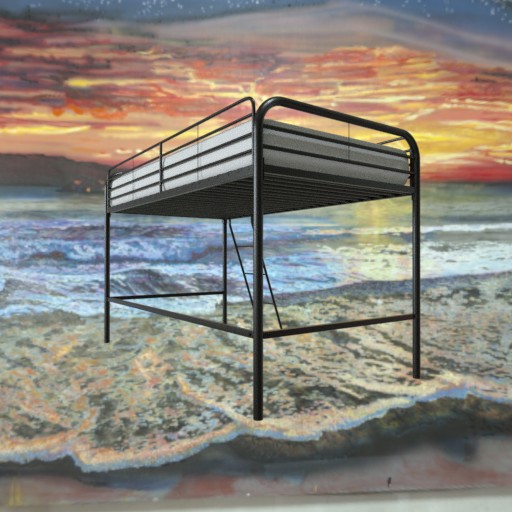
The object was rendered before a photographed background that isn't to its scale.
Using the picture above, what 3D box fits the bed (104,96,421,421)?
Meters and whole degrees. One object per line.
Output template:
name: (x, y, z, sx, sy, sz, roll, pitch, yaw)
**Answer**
bed: (0.000, 0.000, 2.912, 1.393, 1.289, 1.968, 0, 0, -35)
